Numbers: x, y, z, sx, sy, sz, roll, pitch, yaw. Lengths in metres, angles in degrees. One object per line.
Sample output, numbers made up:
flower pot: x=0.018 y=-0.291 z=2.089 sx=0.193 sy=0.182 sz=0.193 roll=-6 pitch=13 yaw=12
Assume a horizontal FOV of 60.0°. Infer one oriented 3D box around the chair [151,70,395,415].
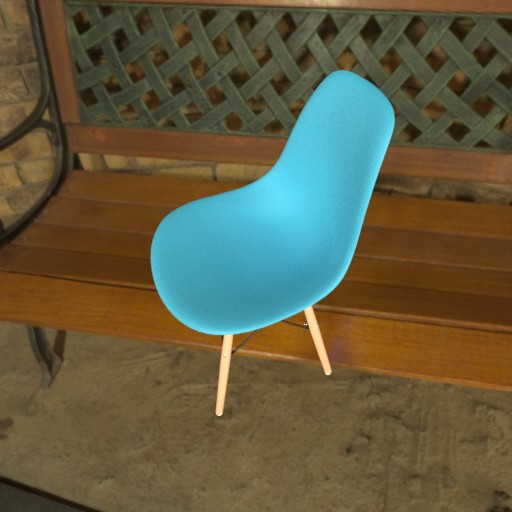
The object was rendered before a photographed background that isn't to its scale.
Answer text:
chair: x=0.000 y=0.000 z=1.155 sx=0.531 sy=0.826 sz=0.470 roll=-17 pitch=48 yaw=-15
